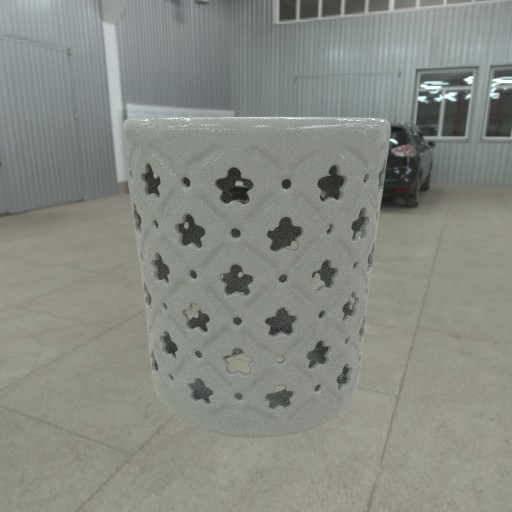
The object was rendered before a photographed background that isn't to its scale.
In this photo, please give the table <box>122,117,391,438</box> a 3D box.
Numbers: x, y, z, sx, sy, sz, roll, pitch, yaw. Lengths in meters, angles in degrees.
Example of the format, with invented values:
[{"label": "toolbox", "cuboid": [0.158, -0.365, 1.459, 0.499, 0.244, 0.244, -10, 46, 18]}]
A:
[{"label": "table", "cuboid": [0.000, 0.000, 0.648, 0.352, 0.387, 0.352, 0, 16, 0]}]
